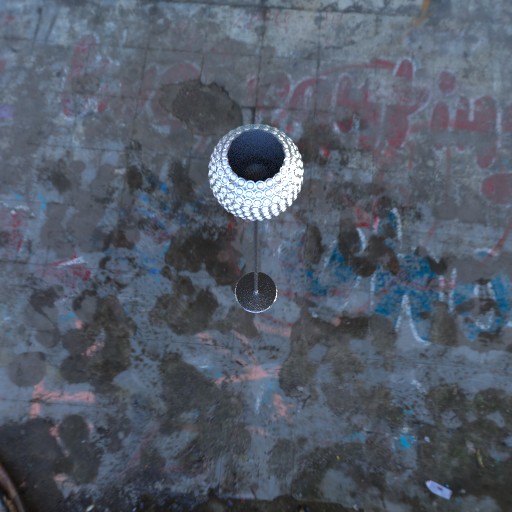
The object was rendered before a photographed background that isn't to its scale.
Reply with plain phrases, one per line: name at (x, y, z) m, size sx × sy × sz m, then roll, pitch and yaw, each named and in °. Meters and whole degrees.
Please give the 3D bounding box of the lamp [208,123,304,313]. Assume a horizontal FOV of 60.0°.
lamp at (0.000, 0.000, 1.855) m, size 0.254 × 1.805 × 0.254 m, roll 0°, pitch 76°, yaw 0°
